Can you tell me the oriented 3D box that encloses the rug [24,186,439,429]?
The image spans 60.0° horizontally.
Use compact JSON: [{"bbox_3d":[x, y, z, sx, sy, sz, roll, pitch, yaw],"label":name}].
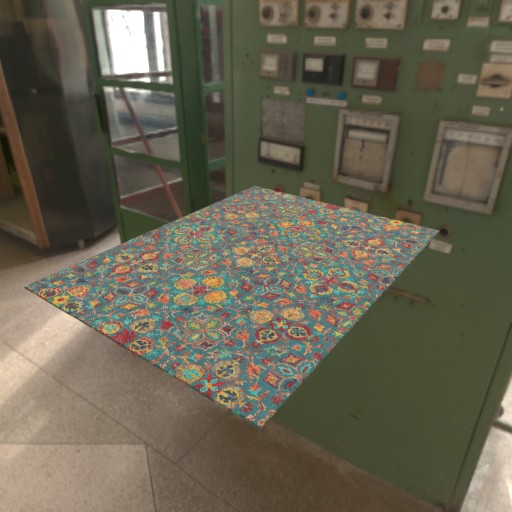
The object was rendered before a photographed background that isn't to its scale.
[{"bbox_3d":[0.000,0.000,4.174,2.434,0.025,3.204,19,33,32],"label":"rug"}]
